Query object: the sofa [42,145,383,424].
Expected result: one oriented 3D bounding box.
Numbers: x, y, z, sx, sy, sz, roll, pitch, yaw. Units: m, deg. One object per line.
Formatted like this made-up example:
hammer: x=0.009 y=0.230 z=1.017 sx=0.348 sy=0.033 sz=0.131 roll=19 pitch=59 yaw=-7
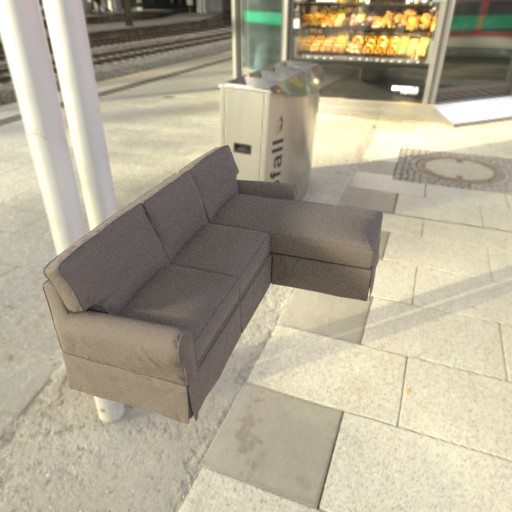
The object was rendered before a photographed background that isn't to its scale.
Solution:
sofa: x=0.000 y=0.000 z=3.347 sx=1.733 sy=0.978 sz=2.475 roll=10 pitch=32 yaw=16
